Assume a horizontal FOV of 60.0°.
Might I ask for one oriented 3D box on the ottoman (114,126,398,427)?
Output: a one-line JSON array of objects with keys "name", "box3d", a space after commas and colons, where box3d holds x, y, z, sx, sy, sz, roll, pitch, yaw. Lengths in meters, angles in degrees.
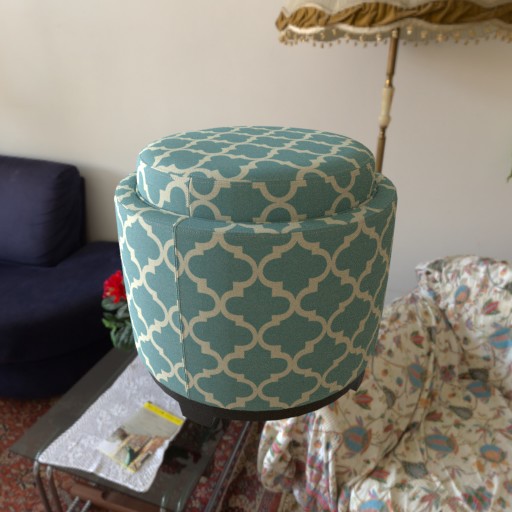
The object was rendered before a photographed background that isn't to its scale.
[{"name": "ottoman", "box3d": [0.000, 0.000, 0.830, 0.480, 0.429, 0.480, 0, 26, 0]}]
